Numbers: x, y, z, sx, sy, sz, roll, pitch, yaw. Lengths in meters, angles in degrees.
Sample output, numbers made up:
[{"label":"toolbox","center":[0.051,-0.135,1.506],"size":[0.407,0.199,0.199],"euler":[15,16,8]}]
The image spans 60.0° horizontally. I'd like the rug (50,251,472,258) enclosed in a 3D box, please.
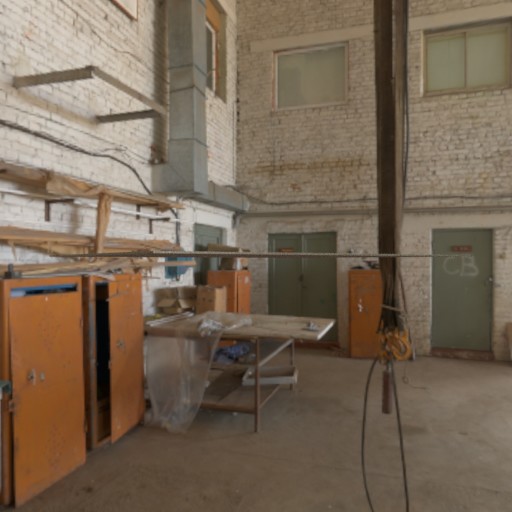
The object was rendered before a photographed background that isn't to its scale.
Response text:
[{"label":"rug","center":[0.000,0.000,3.467],"size":[2.584,0.011,2.073],"euler":[0,-1,-36]}]
